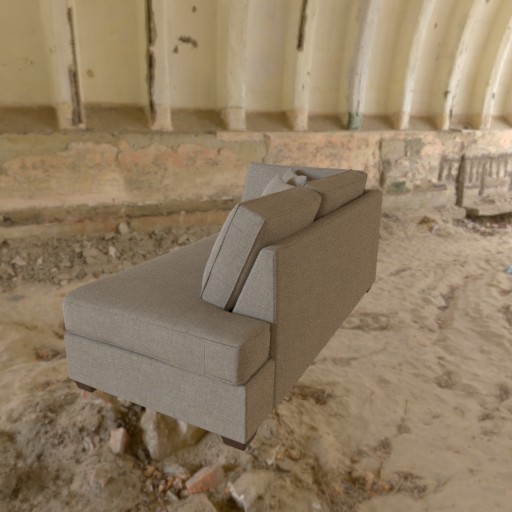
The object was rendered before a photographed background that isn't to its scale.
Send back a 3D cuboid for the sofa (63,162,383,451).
[{"bbox_3d":[0.000,0.000,2.855,1.110,1.019,2.238,9,19,26],"label":"sofa"}]
